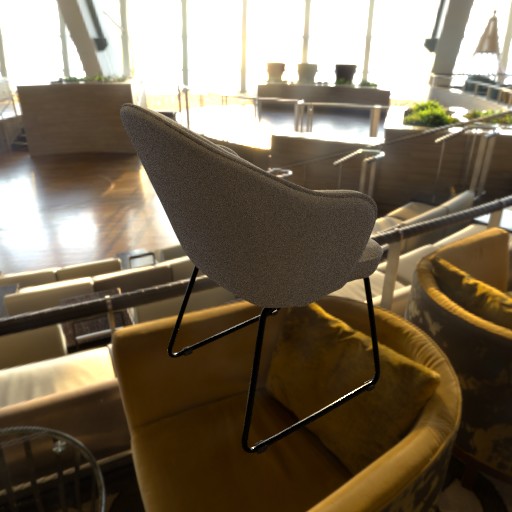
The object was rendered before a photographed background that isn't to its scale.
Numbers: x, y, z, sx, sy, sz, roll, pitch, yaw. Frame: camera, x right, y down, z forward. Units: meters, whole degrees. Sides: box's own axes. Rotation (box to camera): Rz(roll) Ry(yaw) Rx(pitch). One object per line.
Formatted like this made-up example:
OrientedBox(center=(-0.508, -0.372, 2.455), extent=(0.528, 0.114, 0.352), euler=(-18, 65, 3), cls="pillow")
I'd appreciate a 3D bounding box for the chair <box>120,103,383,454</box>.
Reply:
OrientedBox(center=(0.000, 0.000, 1.191), extent=(0.592, 0.817, 0.570), euler=(-17, 31, -31), cls="chair")
